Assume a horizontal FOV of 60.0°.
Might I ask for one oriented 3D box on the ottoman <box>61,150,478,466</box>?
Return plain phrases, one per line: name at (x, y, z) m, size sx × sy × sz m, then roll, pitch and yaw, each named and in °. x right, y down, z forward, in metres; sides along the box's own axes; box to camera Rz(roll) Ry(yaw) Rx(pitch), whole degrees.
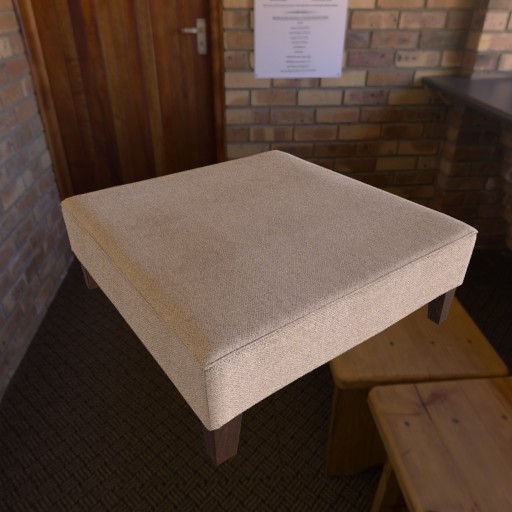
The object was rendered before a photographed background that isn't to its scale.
ottoman at (0.000, 0.000, 1.501) m, size 0.973 × 0.381 × 0.982 m, roll -21°, pitch 36°, yaw -31°
